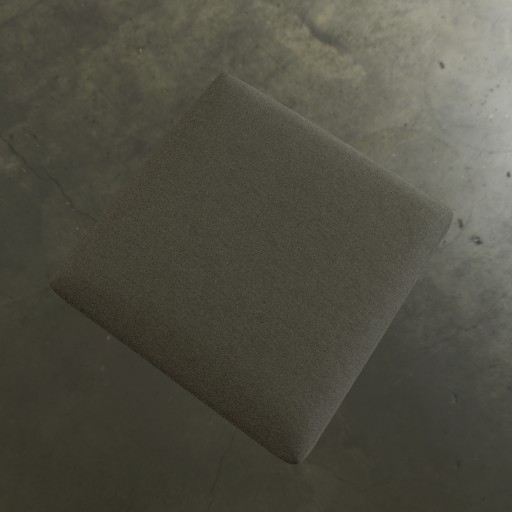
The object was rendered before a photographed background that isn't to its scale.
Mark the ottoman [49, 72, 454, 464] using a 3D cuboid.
[{"bbox_3d":[0.000,0.000,1.634,1.041,0.470,1.041,34,79,8],"label":"ottoman"}]
